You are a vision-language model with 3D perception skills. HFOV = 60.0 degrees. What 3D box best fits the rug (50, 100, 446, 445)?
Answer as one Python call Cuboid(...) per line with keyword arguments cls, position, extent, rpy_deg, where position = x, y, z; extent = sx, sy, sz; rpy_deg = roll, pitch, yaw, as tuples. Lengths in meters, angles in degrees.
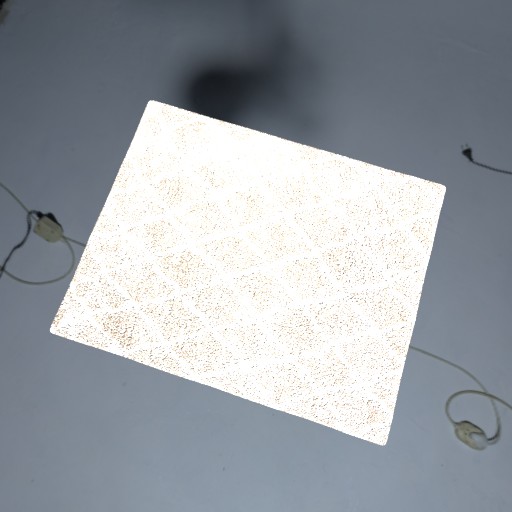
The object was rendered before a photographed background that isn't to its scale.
Cuboid(cls="rug", position=(0.000, 0.000, 4.077), extent=(3.047, 0.029, 2.438), rpy_deg=(17, 76, 4))
